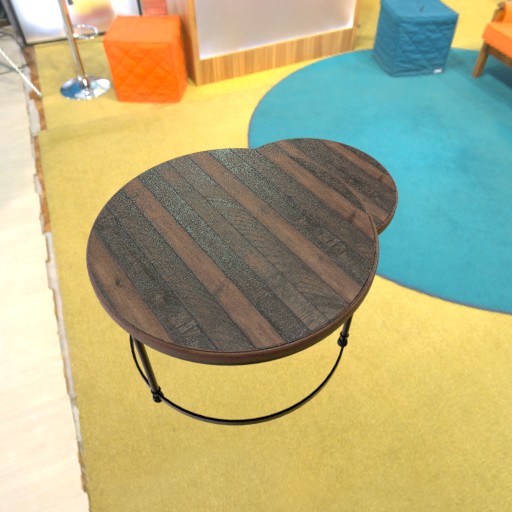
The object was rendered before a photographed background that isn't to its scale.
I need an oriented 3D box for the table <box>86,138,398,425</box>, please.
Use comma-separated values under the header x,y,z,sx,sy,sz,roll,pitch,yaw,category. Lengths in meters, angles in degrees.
x,y,z,sx,sy,sz,roll,pitch,yaw,category
0.000,0.000,1.614,0.870,0.516,1.152,22,51,19,table
